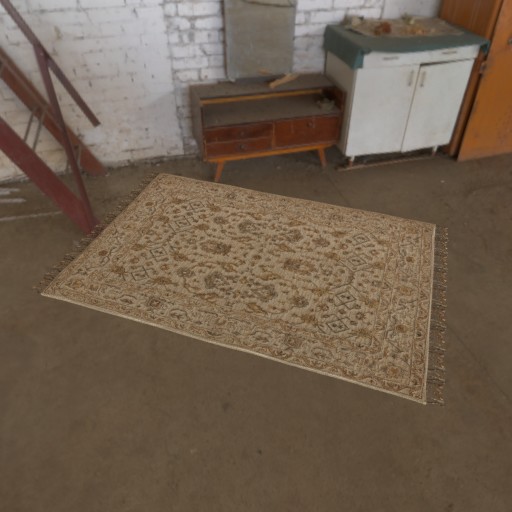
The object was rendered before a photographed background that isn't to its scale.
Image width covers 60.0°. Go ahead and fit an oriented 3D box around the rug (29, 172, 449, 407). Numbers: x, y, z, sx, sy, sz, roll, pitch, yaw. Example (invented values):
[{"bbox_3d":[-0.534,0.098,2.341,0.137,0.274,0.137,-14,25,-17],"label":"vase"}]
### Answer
[{"bbox_3d":[0.000,0.000,2.960,2.434,0.027,1.529,13,42,14],"label":"rug"}]
